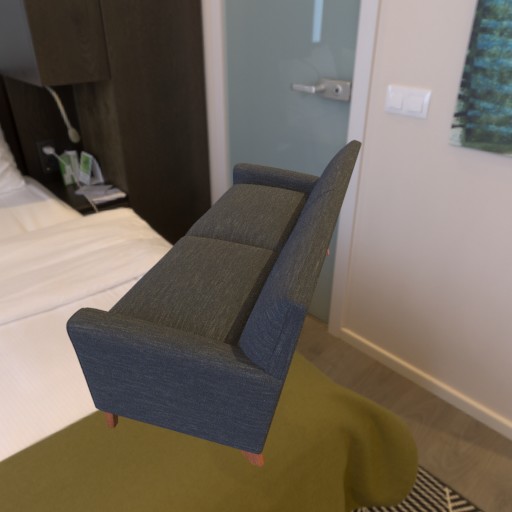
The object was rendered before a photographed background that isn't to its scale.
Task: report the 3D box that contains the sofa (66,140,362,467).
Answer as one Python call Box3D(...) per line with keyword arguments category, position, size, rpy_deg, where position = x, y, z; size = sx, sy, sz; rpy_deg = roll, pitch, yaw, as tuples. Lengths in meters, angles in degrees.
Box3D(category="sofa", position=(0.000, 0.000, 2.395), size=(0.875, 0.846, 1.976), rpy_deg=(8, 30, 14))
